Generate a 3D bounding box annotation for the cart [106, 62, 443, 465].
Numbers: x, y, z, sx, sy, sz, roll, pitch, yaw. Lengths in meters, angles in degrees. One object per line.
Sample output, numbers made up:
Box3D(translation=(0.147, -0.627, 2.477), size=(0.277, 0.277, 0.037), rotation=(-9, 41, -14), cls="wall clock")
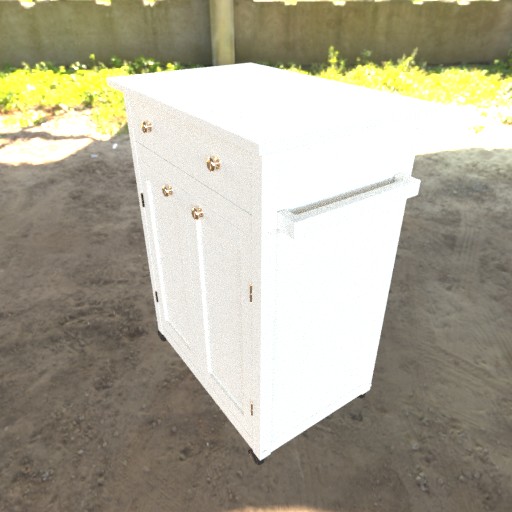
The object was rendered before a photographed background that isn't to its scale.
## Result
Box3D(translation=(0.000, 0.000, 1.209), size=(0.442, 0.864, 0.683), rotation=(-20, 37, -29), cls="cart")
